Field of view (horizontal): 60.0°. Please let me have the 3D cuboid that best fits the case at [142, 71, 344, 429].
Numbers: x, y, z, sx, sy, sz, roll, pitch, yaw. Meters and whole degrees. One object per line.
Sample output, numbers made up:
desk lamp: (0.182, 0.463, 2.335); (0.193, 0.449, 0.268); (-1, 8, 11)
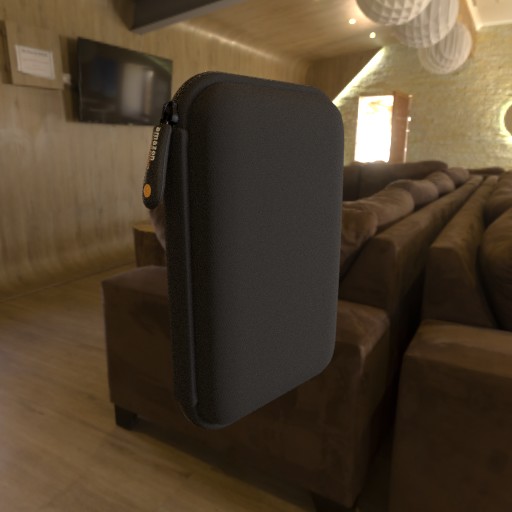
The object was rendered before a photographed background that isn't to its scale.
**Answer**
case: (0.000, 0.000, 0.196); (0.107, 0.147, 0.030); (-13, 19, -43)
